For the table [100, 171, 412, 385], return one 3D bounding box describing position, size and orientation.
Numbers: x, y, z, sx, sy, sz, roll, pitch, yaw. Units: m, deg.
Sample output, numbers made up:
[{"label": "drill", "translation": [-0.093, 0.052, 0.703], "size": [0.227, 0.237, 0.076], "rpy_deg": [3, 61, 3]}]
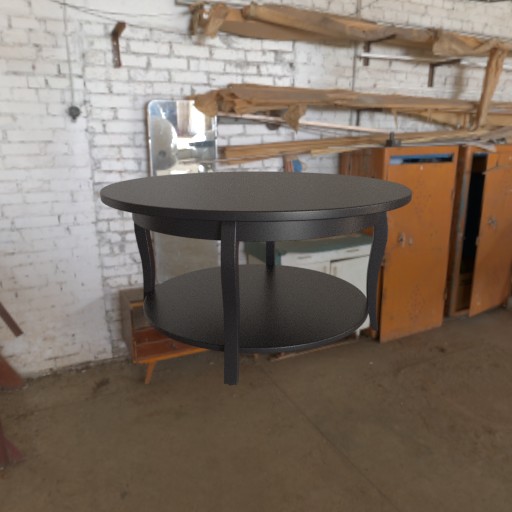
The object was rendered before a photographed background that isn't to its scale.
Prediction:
[{"label": "table", "translation": [0.000, 0.000, 1.432], "size": [0.914, 0.457, 0.914], "rpy_deg": [0, 16, 0]}]
